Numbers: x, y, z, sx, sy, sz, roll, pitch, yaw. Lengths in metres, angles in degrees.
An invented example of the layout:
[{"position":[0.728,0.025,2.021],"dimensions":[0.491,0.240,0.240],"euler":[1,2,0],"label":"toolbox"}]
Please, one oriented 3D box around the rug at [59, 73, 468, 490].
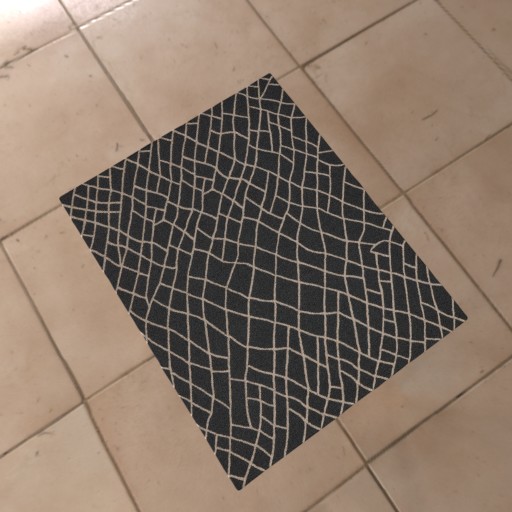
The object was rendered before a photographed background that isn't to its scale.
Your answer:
[{"position":[0.000,0.000,4.027],"dimensions":[2.439,0.022,3.047],"euler":[-34,77,-8],"label":"rug"}]
